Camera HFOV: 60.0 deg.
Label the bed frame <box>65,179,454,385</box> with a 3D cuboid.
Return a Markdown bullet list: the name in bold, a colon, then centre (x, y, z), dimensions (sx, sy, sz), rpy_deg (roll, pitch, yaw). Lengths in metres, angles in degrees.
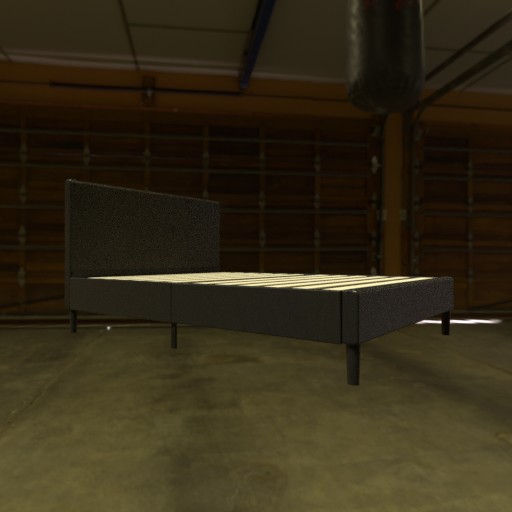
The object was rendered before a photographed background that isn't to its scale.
- **bed frame**: centre (0.000, 0.000, 3.226), dimensions (2.318, 1.127, 1.634), rpy_deg (0, 0, 37)
